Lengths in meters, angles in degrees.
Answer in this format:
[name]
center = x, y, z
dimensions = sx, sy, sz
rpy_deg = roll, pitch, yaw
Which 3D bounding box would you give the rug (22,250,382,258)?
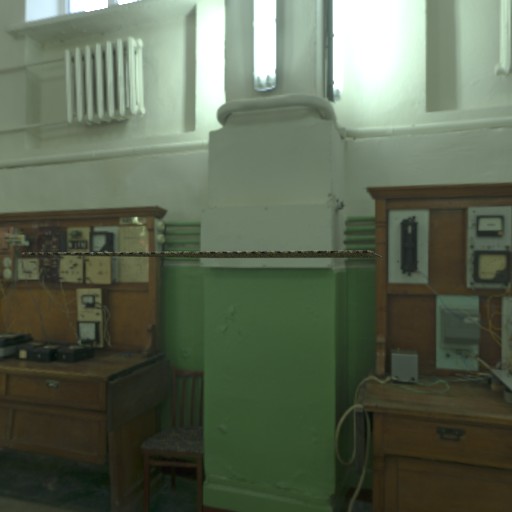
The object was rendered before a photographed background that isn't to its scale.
[rug]
center = 0.000, 0.000, 2.274
dimensions = 1.219, 0.008, 1.828
rpy_deg = 0, -1, 17
